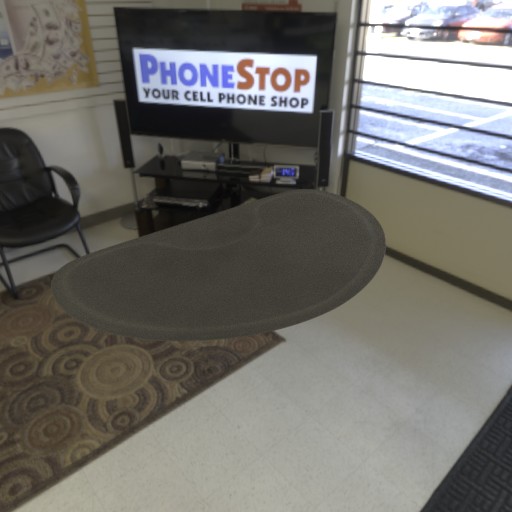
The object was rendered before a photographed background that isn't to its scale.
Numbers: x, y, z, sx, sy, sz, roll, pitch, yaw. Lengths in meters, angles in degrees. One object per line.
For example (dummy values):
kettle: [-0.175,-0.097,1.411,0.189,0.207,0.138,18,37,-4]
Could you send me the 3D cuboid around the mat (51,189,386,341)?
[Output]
mat: [0.000,0.000,1.866,1.524,0.013,0.913,-22,37,-32]
